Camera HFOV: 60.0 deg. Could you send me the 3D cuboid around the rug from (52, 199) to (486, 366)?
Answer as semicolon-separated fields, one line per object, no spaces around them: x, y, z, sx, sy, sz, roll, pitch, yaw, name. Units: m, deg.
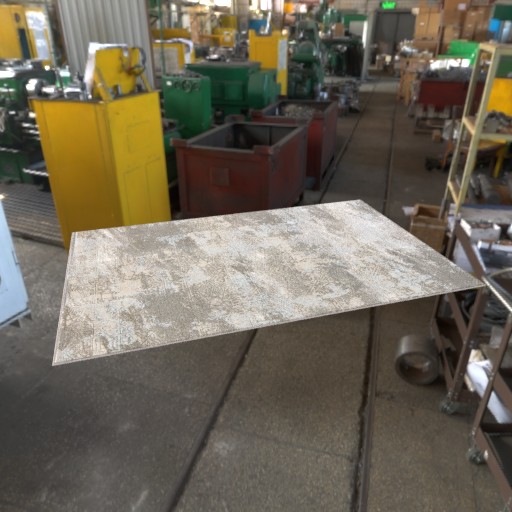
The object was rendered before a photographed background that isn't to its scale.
0.000;0.000;3.008;2.431;0.012;1.536;-8;29;-15;rug
